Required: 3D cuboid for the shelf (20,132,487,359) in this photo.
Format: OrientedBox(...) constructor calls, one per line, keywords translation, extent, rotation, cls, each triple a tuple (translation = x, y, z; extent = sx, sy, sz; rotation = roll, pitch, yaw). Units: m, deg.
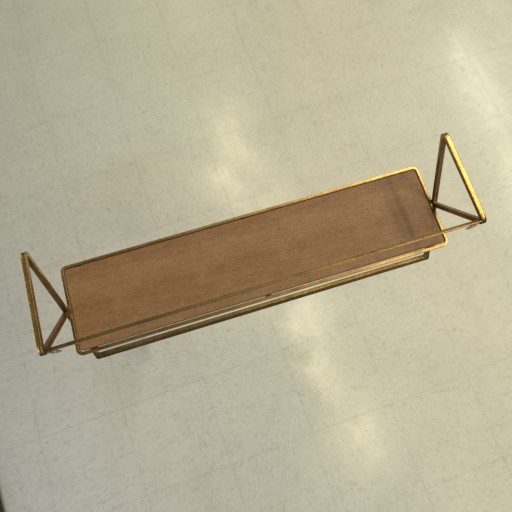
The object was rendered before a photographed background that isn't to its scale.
OrientedBox(translation=(0.000, 0.000, 0.735), extent=(0.645, 0.229, 0.150), rotation=(-16, 76, -4), cls="shelf")
